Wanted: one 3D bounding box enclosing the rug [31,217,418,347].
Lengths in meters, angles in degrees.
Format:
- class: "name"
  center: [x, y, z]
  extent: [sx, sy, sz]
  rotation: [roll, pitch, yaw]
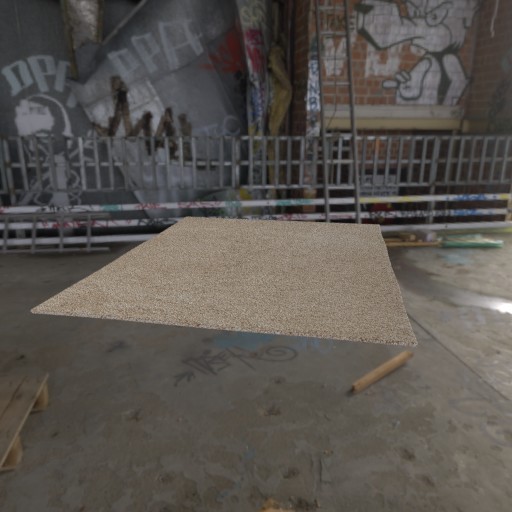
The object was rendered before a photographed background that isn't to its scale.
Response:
- class: "rug"
  center: [0.000, 0.000, 4.067]
  extent: [2.400, 0.025, 3.000]
  rotation: [3, 17, 11]
